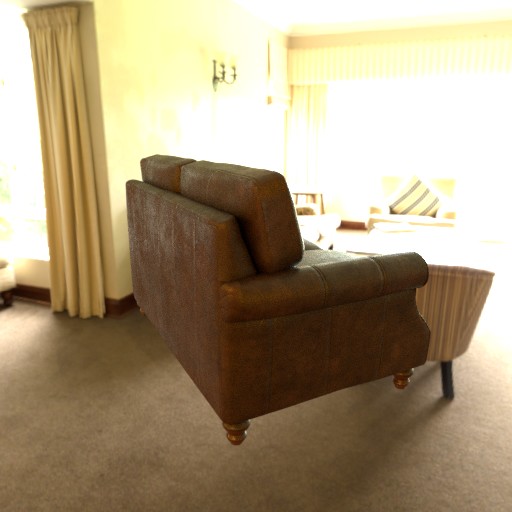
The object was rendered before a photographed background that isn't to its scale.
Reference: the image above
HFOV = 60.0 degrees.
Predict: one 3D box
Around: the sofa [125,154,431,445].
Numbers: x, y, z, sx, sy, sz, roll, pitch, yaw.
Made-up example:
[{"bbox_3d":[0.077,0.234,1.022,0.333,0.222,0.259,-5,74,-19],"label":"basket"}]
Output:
[{"bbox_3d":[0.000,0.000,2.249,0.990,0.976,1.616,-8,17,-26],"label":"sofa"}]
